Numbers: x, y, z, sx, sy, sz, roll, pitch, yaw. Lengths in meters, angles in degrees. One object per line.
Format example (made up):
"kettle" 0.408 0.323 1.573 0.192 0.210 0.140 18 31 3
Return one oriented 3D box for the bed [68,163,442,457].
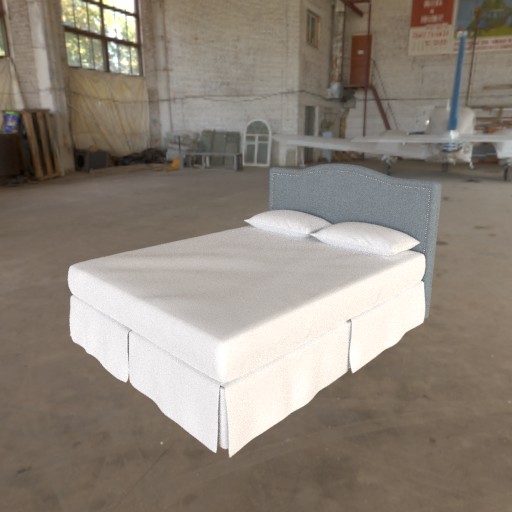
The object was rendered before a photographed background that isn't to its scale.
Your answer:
"bed" 0.000 0.000 3.936 2.161 1.457 2.689 16 23 43
